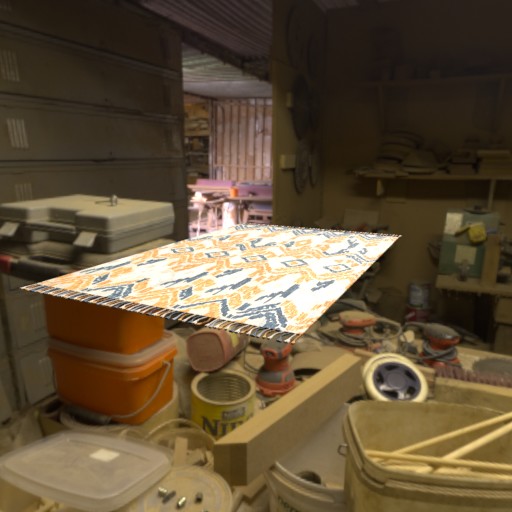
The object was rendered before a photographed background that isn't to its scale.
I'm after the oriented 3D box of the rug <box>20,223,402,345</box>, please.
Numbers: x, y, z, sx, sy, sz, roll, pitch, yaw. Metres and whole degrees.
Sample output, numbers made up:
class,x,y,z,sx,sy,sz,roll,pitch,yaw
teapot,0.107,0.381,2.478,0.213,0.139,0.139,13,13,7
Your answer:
class,x,y,z,sx,sy,sz,roll,pitch,yaw
rug,0.000,0.000,3.010,1.533,0.010,2.428,7,15,26
